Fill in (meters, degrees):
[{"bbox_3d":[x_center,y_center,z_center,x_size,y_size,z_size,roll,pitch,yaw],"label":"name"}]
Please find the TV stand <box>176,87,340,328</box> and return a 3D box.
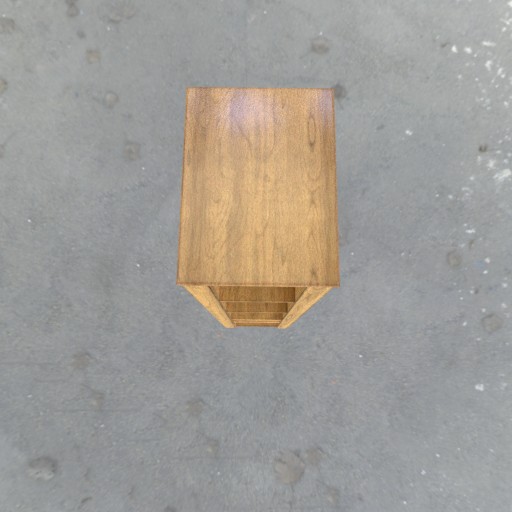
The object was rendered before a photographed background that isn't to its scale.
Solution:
[{"bbox_3d":[0.000,0.000,2.079,0.435,1.828,0.565,1,77,0],"label":"TV stand"}]
